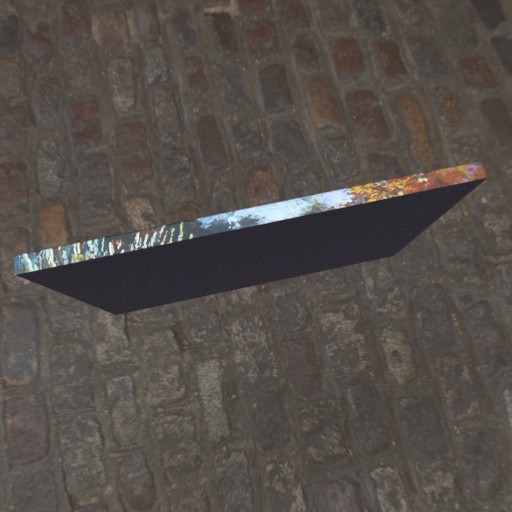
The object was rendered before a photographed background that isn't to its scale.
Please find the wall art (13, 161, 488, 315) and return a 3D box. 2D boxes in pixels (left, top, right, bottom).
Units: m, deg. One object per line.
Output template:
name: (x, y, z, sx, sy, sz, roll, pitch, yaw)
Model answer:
wall art: (0.000, 0.000, 1.129, 0.908, 0.604, 0.037, -12, 76, -3)
